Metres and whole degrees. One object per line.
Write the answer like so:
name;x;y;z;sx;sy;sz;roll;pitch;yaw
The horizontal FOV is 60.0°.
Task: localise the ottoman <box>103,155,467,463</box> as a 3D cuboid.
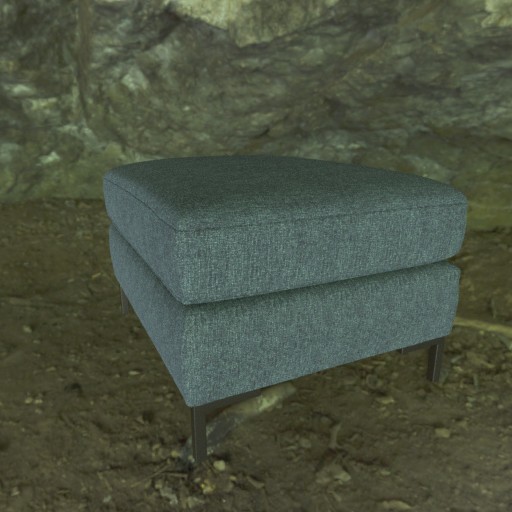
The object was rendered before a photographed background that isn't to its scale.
ottoman;0.000;0.000;1.251;0.695;0.533;0.831;-8;19;-25
